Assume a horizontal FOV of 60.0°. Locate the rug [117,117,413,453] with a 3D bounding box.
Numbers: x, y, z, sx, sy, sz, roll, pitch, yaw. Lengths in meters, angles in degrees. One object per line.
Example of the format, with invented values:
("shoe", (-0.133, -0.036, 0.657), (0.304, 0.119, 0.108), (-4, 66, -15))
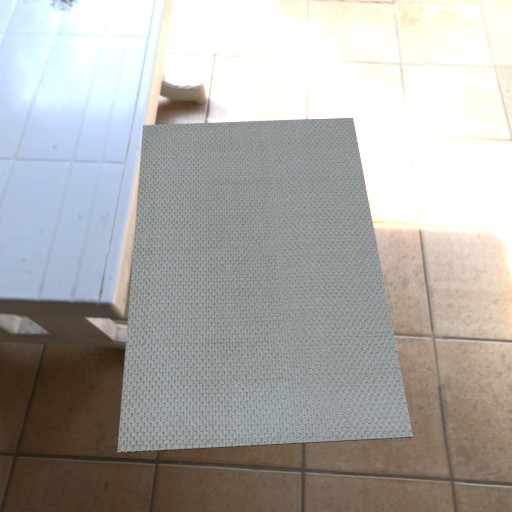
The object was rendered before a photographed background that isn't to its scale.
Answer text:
("rug", (0.000, 0.000, 2.721), (1.509, 0.013, 2.144), (-3, 65, -1))
